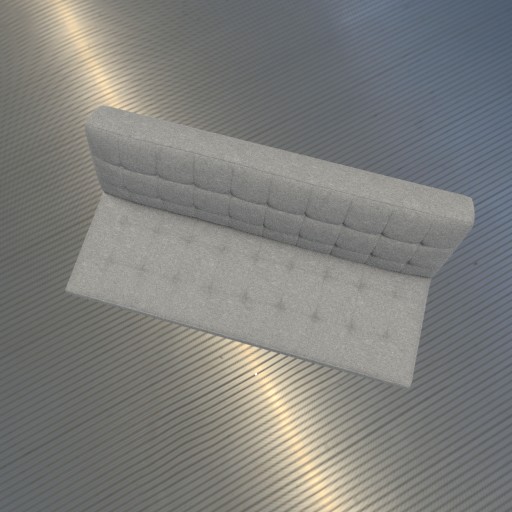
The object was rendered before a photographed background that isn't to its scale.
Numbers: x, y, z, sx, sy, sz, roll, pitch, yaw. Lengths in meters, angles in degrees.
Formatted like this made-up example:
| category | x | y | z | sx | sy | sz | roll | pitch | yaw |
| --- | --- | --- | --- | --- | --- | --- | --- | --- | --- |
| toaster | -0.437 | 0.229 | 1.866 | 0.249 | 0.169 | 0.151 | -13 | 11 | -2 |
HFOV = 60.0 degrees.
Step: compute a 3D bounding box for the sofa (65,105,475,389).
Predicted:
| category | x | y | z | sx | sy | sz | roll | pitch | yaw |
| --- | --- | --- | --- | --- | --- | --- | --- | --- | --- |
| sofa | 0.000 | 0.000 | 2.250 | 1.800 | 0.810 | 0.860 | 15 | 76 | 4 |
